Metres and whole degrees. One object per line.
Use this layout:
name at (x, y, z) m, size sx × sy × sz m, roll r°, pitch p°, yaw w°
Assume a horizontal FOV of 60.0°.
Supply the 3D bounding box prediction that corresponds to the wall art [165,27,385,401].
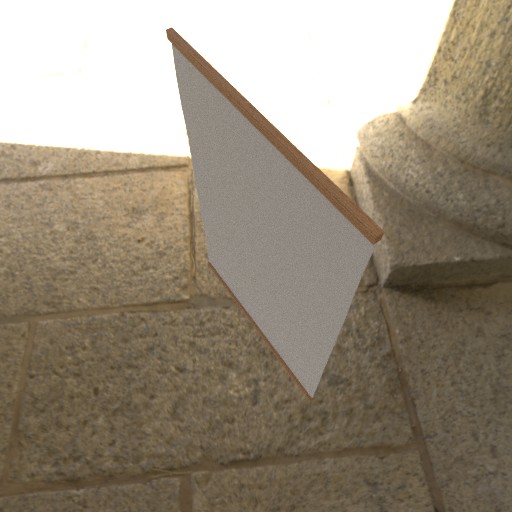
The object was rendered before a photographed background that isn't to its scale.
wall art at (0.000, 0.000, 1.894) m, size 0.025 × 1.521 × 1.011 m, roll -31°, pitch 63°, yaw -18°
